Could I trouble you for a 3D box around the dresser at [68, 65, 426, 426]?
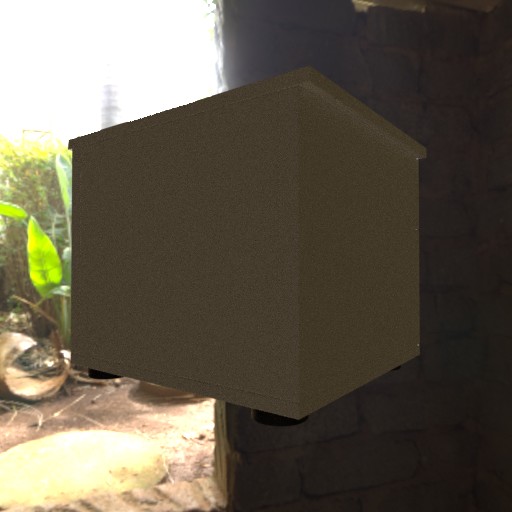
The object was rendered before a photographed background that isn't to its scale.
[{"bbox_3d":[0.000,0.000,0.715,0.430,0.360,0.400,-1,-1,37],"label":"dresser"}]
